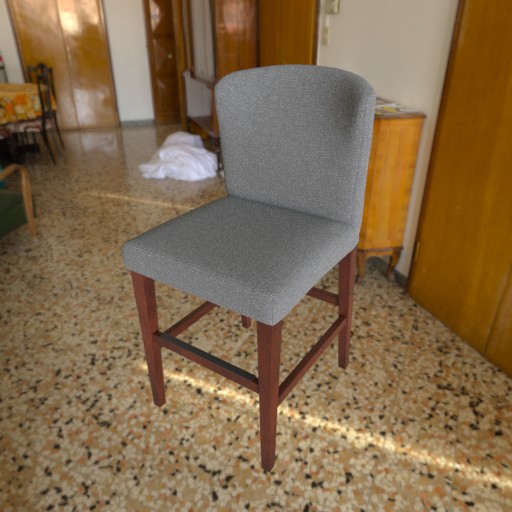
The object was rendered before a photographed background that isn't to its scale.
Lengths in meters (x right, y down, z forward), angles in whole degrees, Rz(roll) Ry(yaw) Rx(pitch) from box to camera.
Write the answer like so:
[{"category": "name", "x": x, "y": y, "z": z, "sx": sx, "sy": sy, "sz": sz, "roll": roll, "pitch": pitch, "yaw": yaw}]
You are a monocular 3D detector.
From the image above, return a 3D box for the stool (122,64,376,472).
[{"category": "stool", "x": 0.000, "y": 0.000, "z": 1.262, "sx": 0.479, "sy": 0.968, "sz": 0.568, "roll": 17, "pitch": 32, "yaw": 30}]
